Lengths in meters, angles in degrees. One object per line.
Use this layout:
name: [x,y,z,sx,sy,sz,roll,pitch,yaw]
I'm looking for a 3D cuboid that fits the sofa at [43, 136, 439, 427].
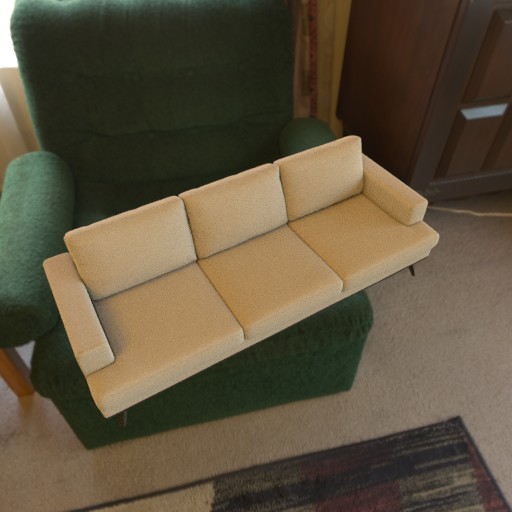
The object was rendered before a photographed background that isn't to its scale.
sofa: [0.000,0.000,2.773,2.310,0.810,0.920,-23,50,-21]
